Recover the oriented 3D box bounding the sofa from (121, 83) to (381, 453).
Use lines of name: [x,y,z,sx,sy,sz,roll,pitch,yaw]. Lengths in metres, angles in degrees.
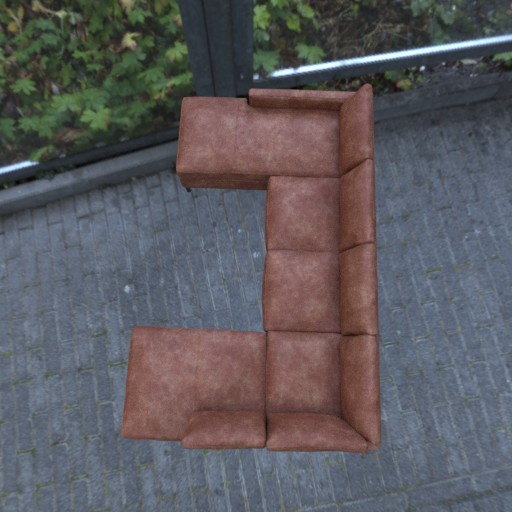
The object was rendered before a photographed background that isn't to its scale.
sofa: [0.000,0.000,3.731,1.939,0.900,2.956,2,77,1]
